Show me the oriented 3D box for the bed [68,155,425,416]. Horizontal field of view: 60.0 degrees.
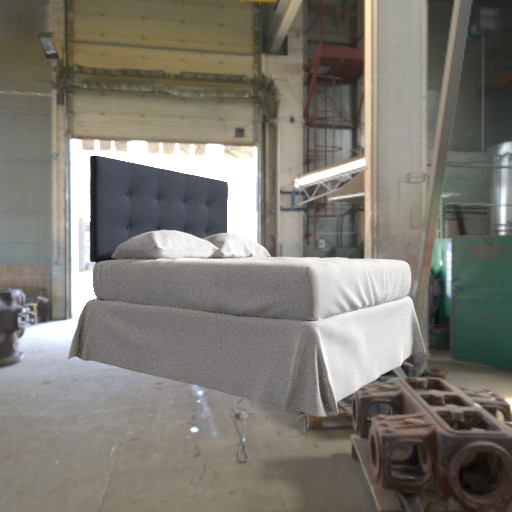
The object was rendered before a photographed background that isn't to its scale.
[{"bbox_3d":[0.000,0.000,3.519,2.222,1.577,1.936,0,1,36],"label":"bed"}]
